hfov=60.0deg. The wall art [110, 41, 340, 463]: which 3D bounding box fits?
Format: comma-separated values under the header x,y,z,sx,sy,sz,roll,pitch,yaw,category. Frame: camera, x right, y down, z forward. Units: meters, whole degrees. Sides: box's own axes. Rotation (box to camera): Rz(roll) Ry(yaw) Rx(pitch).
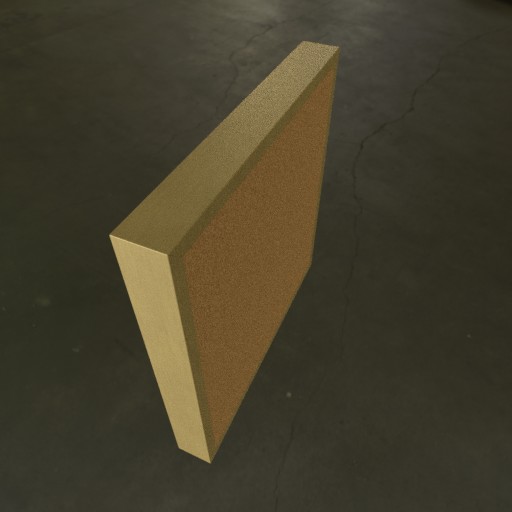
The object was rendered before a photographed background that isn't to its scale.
x,y,z,sx,sy,sz,roll,pitch,yaw,category
0.000,0.000,0.443,0.038,0.305,0.305,18,49,17,wall art
